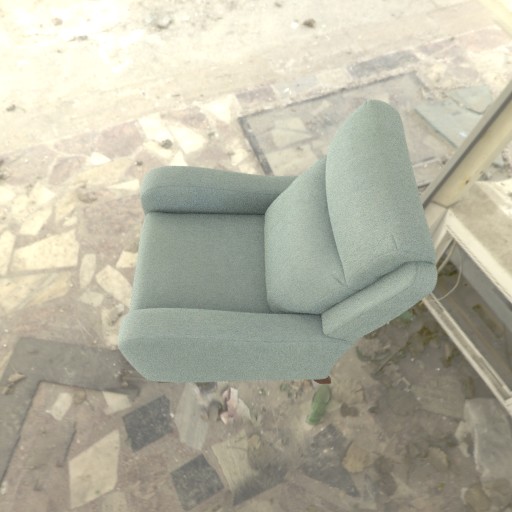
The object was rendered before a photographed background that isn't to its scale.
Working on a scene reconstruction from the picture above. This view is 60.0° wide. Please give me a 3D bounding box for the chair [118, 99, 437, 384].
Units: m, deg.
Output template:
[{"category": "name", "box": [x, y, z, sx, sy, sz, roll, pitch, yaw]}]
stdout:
[{"category": "chair", "box": [0.000, 0.000, 1.736, 0.988, 1.067, 0.785, -1, 59, 0]}]
